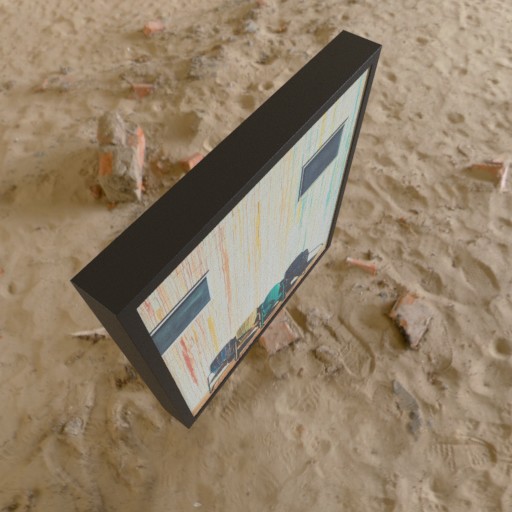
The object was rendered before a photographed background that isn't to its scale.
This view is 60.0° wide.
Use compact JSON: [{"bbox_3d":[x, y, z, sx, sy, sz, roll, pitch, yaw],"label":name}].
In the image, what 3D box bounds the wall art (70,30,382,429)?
[{"bbox_3d":[0.000,0.000,0.437,0.038,0.304,0.304,32,63,18],"label":"wall art"}]
